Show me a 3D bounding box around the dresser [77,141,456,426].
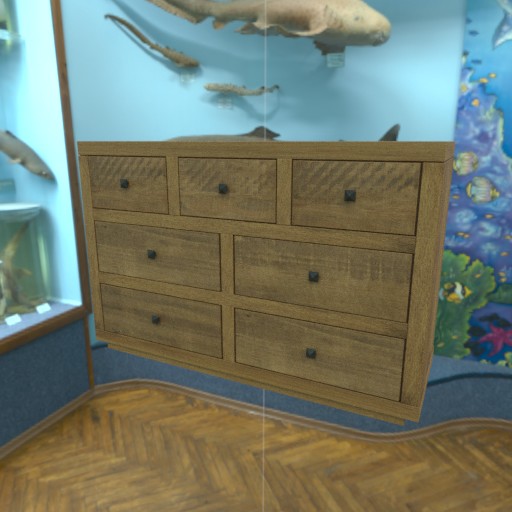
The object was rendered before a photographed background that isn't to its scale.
[{"bbox_3d":[0.000,0.000,1.647,1.261,0.825,0.479,7,16,25],"label":"dresser"}]
